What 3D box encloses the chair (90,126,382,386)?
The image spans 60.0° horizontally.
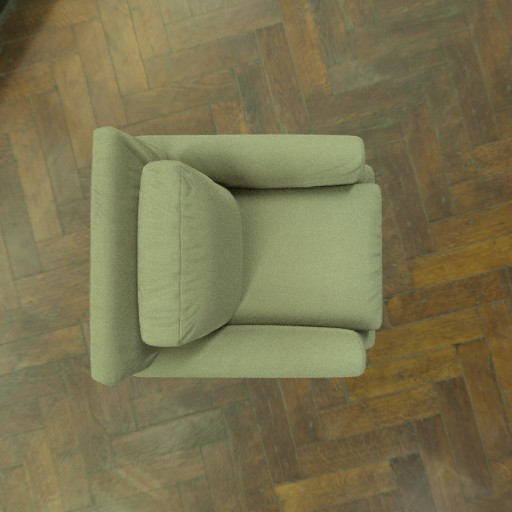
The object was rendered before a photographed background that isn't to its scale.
[{"bbox_3d":[0.000,0.000,1.786,1.066,0.866,0.940,0,89,2],"label":"chair"}]
